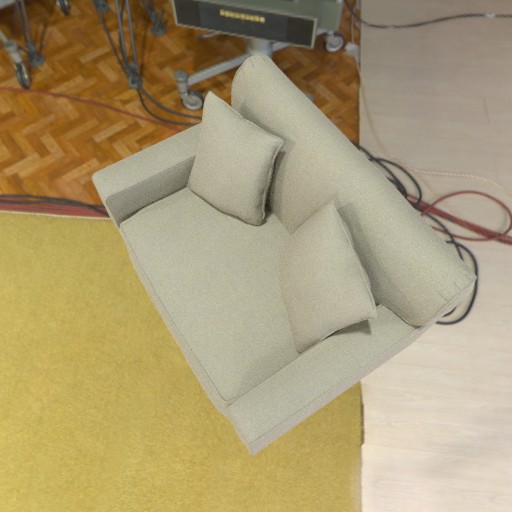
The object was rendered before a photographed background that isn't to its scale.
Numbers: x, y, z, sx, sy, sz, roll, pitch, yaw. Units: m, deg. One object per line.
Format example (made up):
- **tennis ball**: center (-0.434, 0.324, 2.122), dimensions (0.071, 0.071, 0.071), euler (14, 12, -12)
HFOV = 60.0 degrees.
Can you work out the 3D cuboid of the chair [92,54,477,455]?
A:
- **chair**: center (0.000, 0.000, 2.028), dimensions (1.000, 0.948, 1.383), euler (-30, 67, -14)
